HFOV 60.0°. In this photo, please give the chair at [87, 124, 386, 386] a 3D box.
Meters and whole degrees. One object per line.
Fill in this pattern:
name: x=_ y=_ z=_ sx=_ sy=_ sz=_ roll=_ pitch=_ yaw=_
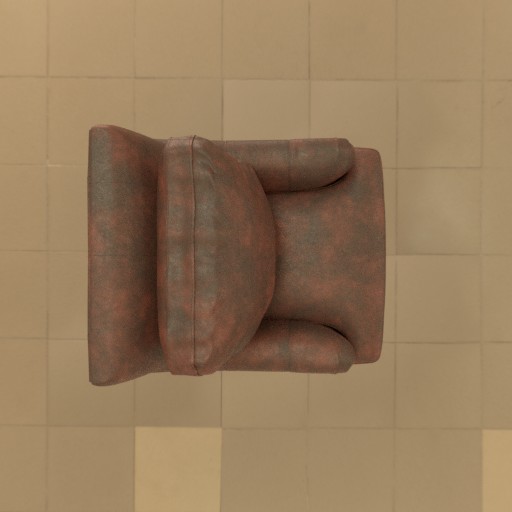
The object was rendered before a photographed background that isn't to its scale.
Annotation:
chair: x=0.000 y=0.000 z=1.964 sx=1.156 sy=1.051 sz=0.987 roll=0 pitch=90 yaw=0
